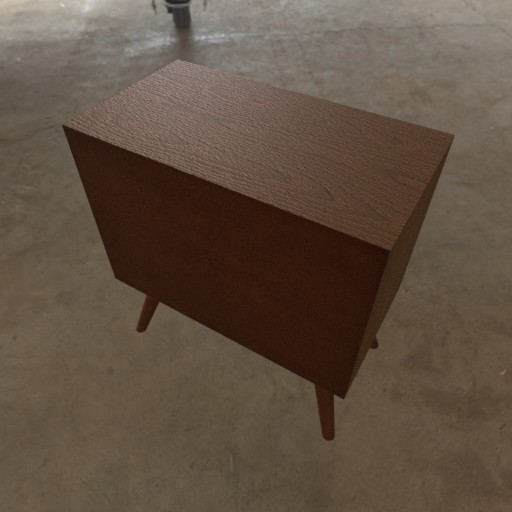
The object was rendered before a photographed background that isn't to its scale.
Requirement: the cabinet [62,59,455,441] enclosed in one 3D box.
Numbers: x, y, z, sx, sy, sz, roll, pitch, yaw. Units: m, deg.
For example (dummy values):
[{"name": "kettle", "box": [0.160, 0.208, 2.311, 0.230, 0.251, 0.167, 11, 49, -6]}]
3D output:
[{"name": "cabinet", "box": [0.000, 0.000, 1.176, 0.712, 0.748, 0.388, 24, 51, 21]}]
